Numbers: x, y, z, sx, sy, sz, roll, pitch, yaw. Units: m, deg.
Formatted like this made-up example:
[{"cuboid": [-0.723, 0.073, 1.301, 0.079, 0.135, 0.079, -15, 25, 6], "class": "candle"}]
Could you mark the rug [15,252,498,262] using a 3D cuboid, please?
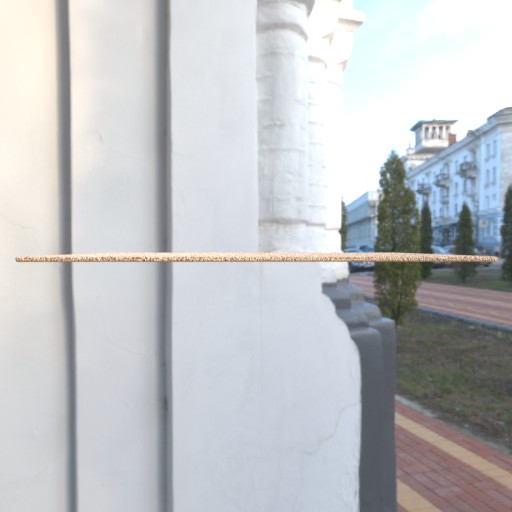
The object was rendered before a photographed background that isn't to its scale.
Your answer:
[{"cuboid": [0.000, 0.000, 3.389, 2.743, 0.030, 1.778, 0, 1, -1], "class": "rug"}]
